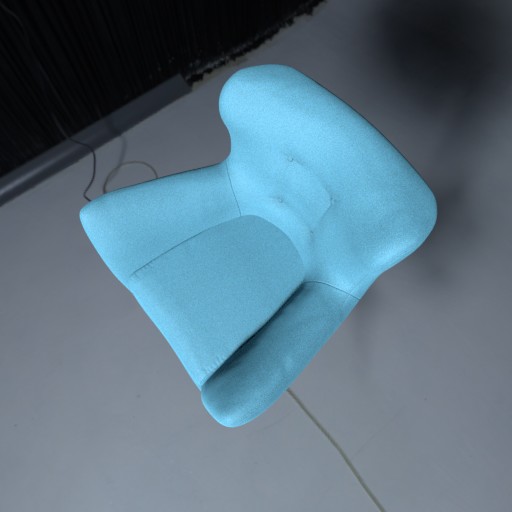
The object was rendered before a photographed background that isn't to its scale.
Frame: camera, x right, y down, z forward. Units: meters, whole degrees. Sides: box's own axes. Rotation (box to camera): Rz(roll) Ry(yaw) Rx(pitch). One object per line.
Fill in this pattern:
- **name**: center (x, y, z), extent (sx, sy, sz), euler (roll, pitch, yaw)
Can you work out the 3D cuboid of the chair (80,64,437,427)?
- **chair**: center (0.000, 0.000, 1.603), extent (0.889, 0.889, 0.890), euler (-35, 70, -15)
